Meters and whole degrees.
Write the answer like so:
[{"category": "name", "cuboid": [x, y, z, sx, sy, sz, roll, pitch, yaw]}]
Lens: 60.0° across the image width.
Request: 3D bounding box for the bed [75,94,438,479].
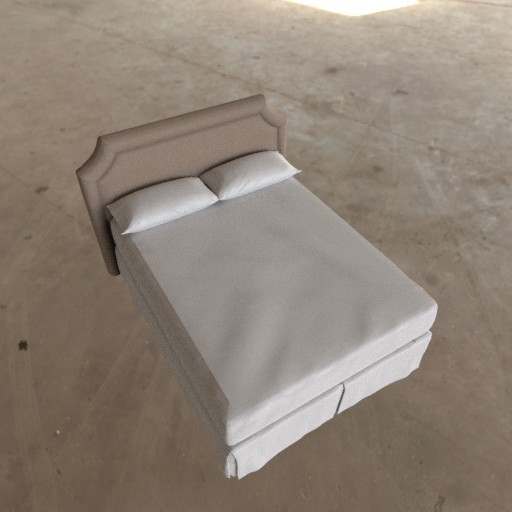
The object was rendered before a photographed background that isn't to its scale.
[{"category": "bed", "cuboid": [0.000, 0.000, 3.212, 1.828, 1.303, 2.164, -23, 49, -22]}]
